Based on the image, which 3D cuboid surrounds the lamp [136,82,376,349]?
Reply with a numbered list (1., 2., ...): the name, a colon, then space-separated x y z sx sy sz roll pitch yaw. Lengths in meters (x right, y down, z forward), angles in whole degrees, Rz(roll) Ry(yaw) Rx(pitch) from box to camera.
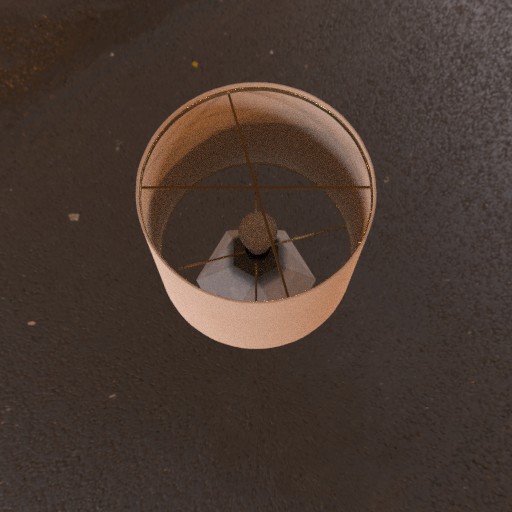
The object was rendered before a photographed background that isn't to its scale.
1. lamp: 0.000 0.000 0.663 0.276 0.501 0.276 0 74 0
